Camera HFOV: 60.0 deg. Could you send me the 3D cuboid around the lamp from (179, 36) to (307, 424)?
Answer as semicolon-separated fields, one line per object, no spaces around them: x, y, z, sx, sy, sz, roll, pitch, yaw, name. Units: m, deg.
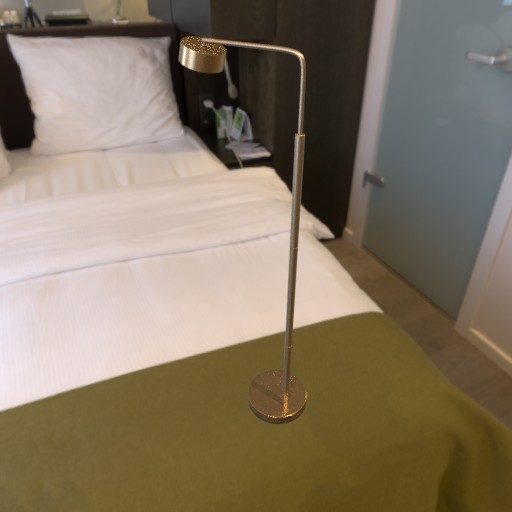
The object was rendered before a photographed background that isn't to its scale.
0.000;0.000;1.397;0.418;1.230;0.219;22;39;29;lamp
